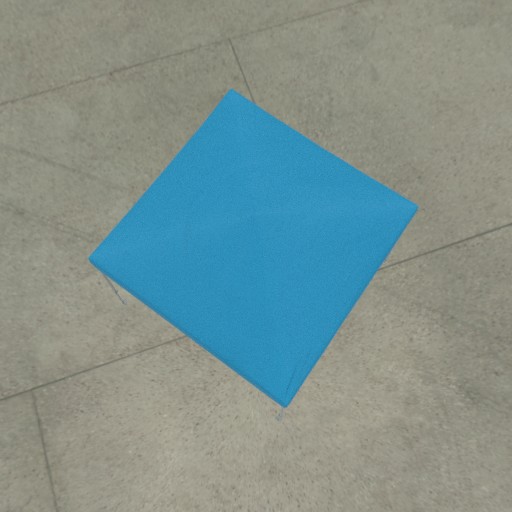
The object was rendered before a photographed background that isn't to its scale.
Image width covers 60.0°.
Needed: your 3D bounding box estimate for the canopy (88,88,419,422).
[{"bbox_3d":[0.000,0.000,5.249,2.849,2.850,2.850,35,78,9],"label":"canopy"}]
